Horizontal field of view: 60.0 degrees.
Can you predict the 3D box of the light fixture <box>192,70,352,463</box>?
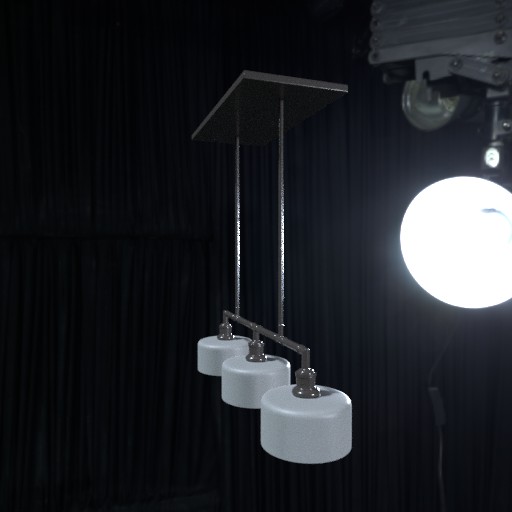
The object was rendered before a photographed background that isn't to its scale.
[{"bbox_3d":[0.000,0.000,0.876,0.177,0.557,0.582,0,1,-20],"label":"light fixture"}]
